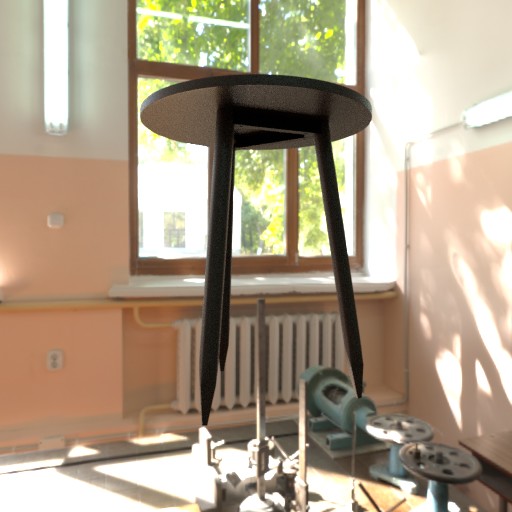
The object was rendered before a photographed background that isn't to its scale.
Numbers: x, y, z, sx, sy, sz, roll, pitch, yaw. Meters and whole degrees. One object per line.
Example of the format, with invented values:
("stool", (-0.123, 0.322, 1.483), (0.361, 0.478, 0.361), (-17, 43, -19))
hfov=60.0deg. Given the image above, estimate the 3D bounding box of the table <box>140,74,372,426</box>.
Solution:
("table", (0.000, 0.000, 0.909), (0.457, 0.585, 0.457), (0, 1, 0))
